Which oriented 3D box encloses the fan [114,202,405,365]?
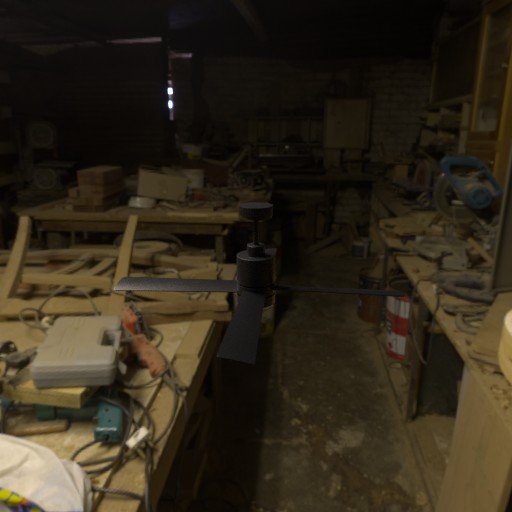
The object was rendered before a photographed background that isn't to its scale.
[{"bbox_3d":[0.000,0.000,2.310,1.525,0.534,1.525,2,17,6],"label":"fan"}]
